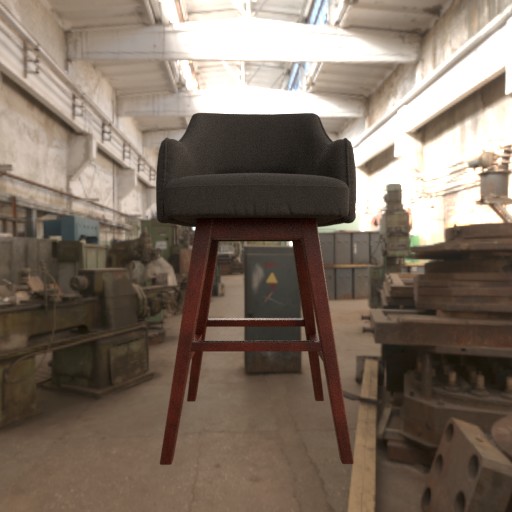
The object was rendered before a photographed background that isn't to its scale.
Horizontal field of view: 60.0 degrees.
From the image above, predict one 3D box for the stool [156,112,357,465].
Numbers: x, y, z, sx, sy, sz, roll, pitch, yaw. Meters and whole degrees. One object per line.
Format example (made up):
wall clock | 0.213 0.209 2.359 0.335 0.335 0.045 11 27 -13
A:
stool | 0.000 0.000 1.348 0.548 1.012 0.558 0 1 0
